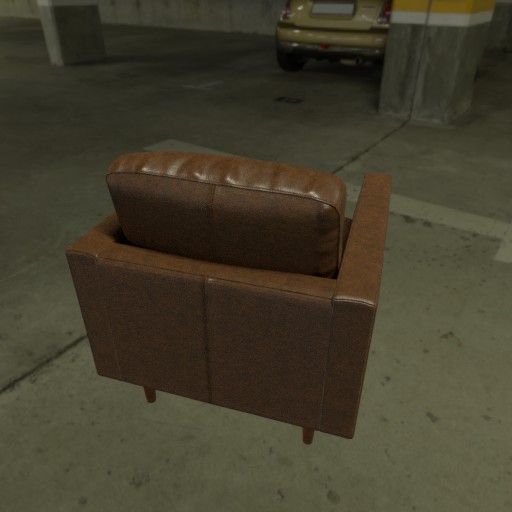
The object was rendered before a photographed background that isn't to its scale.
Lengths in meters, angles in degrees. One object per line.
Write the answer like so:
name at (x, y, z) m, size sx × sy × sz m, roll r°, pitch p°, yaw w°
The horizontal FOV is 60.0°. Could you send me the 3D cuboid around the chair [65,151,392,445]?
chair at (0.000, 0.000, 1.650) m, size 0.890 × 0.956 × 0.909 m, roll 9°, pitch 33°, yaw 14°
